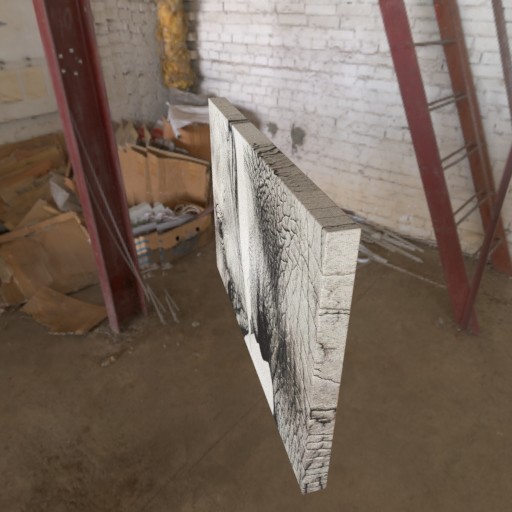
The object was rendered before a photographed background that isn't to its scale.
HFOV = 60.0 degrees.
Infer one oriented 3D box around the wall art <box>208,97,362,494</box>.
[{"bbox_3d":[0.000,0.000,0.764,0.035,0.407,0.613,-8,32,-13],"label":"wall art"}]
